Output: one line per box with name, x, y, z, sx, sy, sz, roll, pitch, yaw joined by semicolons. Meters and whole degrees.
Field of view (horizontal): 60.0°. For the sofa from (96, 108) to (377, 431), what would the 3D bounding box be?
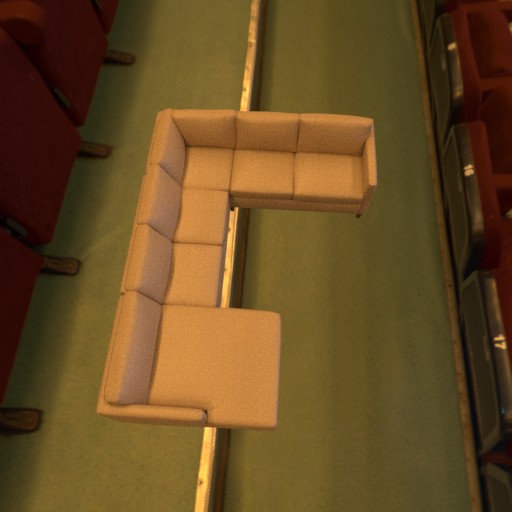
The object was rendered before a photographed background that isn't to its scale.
sofa;0.000;0.000;4.732;2.594;0.961;3.460;3;65;2
